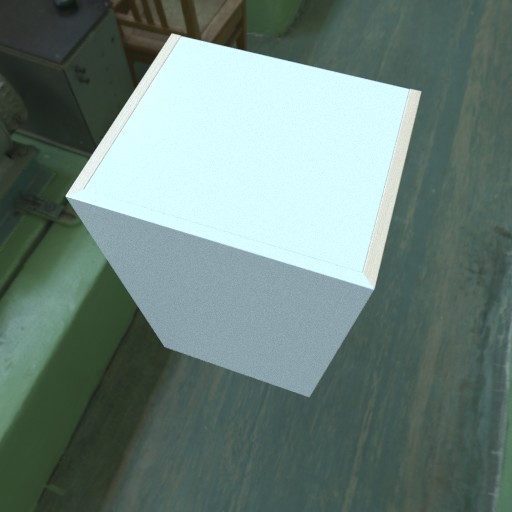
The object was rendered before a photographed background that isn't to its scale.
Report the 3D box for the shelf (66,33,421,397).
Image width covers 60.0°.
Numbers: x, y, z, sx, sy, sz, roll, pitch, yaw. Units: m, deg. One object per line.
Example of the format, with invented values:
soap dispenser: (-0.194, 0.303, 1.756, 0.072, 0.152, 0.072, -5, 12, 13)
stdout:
shelf: (0.000, 0.000, 0.794, 0.350, 0.600, 0.290, 17, 64, 9)
